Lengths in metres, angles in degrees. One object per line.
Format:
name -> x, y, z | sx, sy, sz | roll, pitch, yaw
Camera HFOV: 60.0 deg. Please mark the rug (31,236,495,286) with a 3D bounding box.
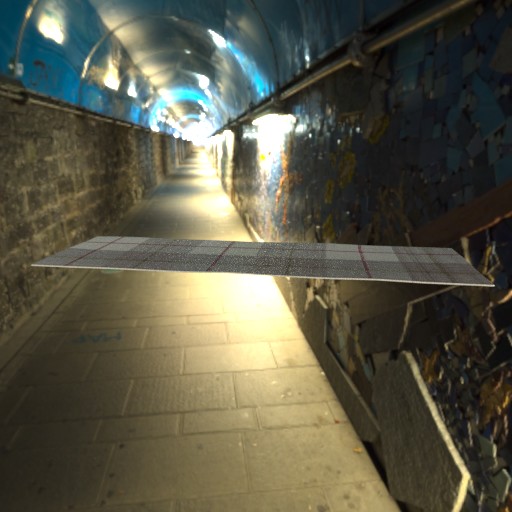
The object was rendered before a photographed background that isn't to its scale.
rug -> 0.000, 0.000, 2.674 | 2.439, 0.013, 0.762 | 2, 15, 8
